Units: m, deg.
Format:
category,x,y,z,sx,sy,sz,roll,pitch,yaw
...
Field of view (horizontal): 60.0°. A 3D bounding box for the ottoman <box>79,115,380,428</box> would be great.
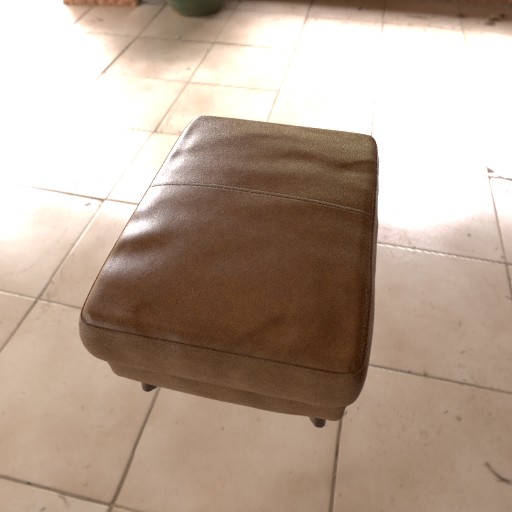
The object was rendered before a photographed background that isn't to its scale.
category,x,y,z,sx,sy,sz,roll,pitch,yaw
ottoman,0.000,0.000,1.260,0.630,0.461,0.869,9,48,8
